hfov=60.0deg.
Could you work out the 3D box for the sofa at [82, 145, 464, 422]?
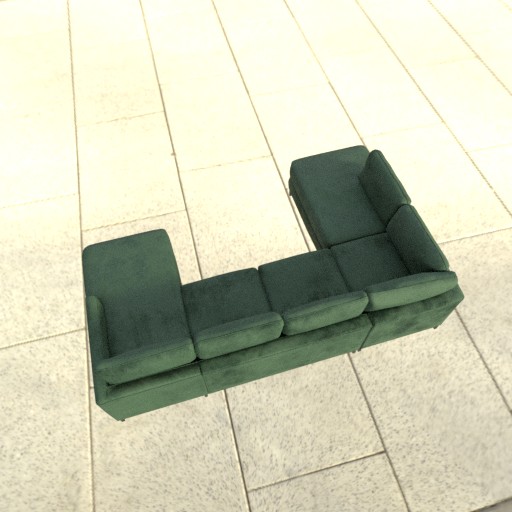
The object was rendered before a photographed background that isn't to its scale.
[{"bbox_3d":[0.000,0.000,3.986,2.994,0.861,1.992,-14,59,-9],"label":"sofa"}]
